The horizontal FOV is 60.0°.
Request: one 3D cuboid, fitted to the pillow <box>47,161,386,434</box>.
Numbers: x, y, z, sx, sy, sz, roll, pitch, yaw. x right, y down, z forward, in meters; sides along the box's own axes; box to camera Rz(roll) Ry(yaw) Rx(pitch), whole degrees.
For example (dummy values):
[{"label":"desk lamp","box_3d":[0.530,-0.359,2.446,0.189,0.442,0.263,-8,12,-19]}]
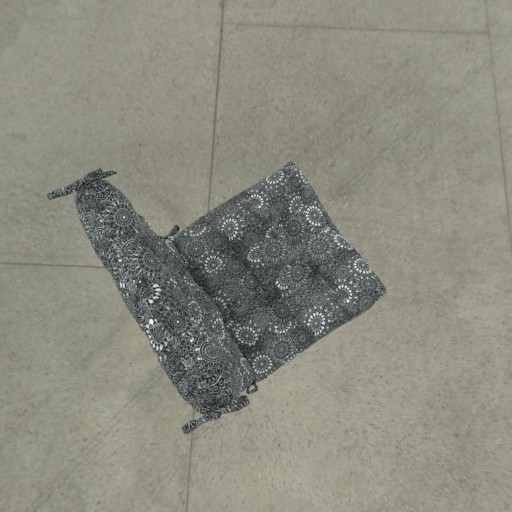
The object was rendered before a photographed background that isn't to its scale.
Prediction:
[{"label":"pillow","box_3d":[0.000,0.000,1.024,0.571,0.605,0.519,-32,78,-8]}]
